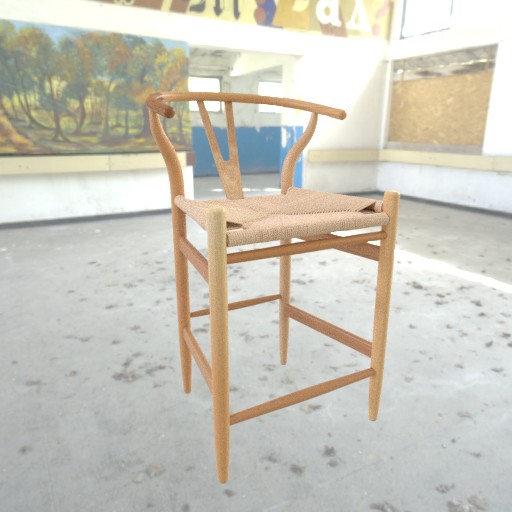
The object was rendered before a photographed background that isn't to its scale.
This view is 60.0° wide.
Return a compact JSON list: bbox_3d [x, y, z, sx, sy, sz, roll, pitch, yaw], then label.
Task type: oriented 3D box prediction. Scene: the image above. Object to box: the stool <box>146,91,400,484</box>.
[{"bbox_3d":[0.000,0.000,1.276,0.536,0.923,0.575,-9,19,-28],"label":"stool"}]
